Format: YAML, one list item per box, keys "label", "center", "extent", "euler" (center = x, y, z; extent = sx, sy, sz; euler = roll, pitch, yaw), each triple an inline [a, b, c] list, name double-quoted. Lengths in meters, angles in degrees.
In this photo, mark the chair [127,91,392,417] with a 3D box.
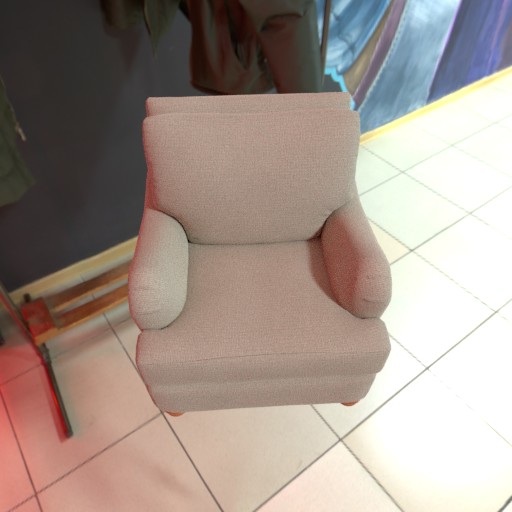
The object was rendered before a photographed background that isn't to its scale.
- label: "chair"
  center: [0.000, 0.000, 1.894]
  extent: [0.955, 1.038, 1.070]
  euler: [-3, 47, -2]
